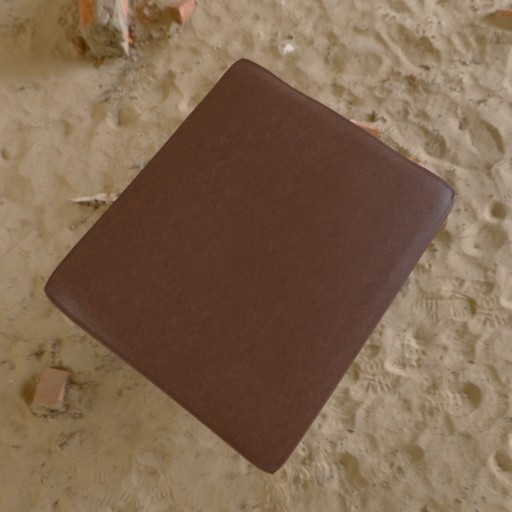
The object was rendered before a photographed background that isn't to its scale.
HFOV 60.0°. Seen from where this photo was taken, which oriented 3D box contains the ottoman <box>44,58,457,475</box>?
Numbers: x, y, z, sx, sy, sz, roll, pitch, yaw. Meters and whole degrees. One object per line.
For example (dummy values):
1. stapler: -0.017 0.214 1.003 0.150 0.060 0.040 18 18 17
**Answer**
1. ottoman: 0.000 0.000 1.456 0.836 0.472 0.987 35 78 9
